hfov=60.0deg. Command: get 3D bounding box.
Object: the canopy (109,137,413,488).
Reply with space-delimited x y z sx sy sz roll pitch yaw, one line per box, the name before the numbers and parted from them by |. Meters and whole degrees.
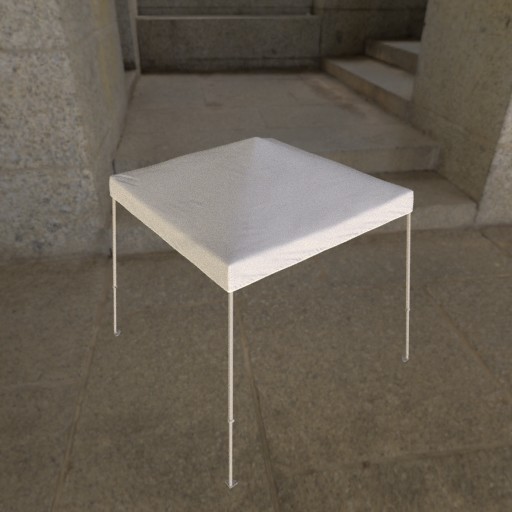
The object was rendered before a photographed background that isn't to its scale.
canopy | 0.000 0.000 6.651 3.599 3.600 3.600 -22 38 -31
